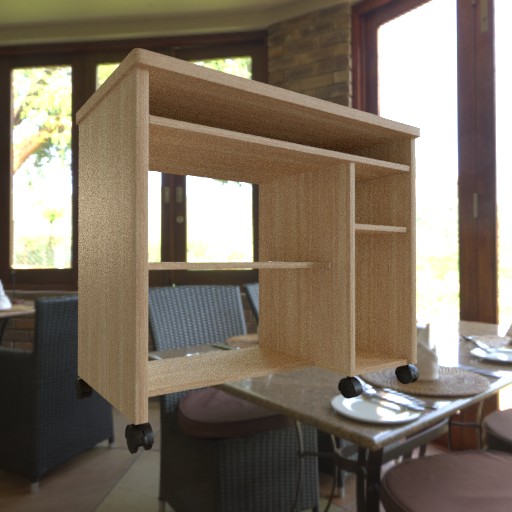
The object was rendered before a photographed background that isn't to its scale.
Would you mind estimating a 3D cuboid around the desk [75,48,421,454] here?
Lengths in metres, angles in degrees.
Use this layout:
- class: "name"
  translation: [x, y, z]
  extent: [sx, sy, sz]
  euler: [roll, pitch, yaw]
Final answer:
- class: "desk"
  translation: [0.000, 0.000, 1.271]
  extent: [0.884, 0.770, 0.480]
  euler: [0, -1, -35]
